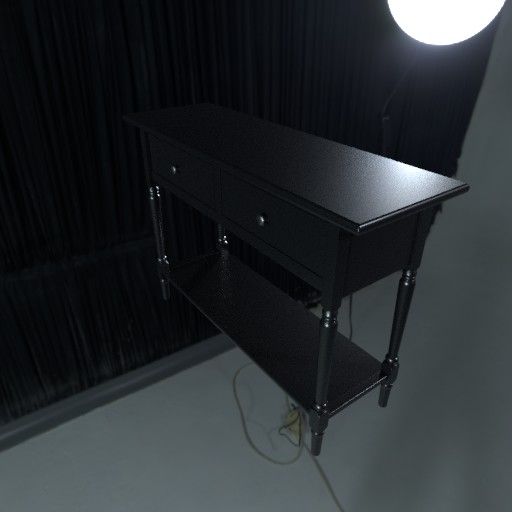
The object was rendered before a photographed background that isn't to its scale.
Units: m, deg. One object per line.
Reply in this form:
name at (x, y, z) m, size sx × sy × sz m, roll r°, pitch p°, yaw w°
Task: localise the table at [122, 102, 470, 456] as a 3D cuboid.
table at (0.000, 0.000, 1.568) m, size 0.386 × 0.819 × 1.191 m, roll -20°, pitch 36°, yaw -31°
